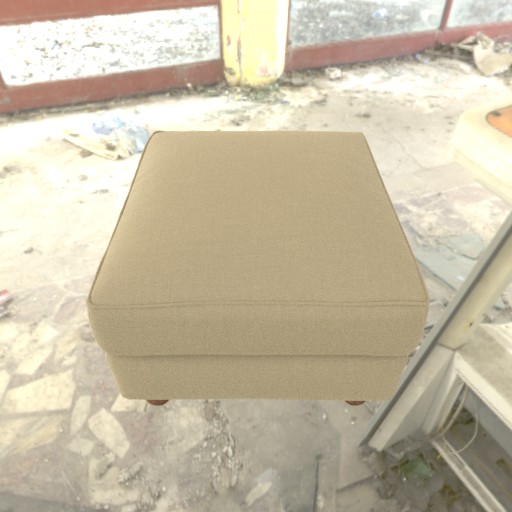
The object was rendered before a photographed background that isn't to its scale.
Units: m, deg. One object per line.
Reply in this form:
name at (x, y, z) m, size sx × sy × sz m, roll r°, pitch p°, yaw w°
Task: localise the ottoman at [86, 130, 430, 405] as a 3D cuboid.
ottoman at (0.000, 0.000, 1.164) m, size 0.662 × 0.505 × 0.716 m, roll 0°, pitch 41°, yaw 0°
